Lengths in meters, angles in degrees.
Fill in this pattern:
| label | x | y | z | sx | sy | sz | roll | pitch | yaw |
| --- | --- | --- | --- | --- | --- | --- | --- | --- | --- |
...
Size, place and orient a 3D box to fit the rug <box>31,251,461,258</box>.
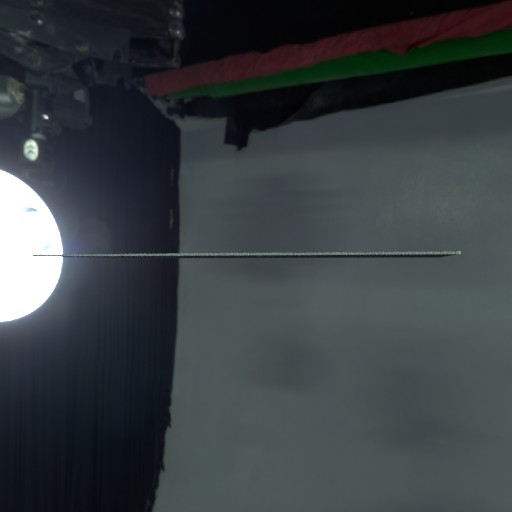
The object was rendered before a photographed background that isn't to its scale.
| label | x | y | z | sx | sy | sz | roll | pitch | yaw |
| --- | --- | --- | --- | --- | --- | --- | --- | --- | --- |
| rug | 0.000 | 0.000 | 3.059 | 2.438 | 0.015 | 1.518 | 0 | -1 | 20 |
